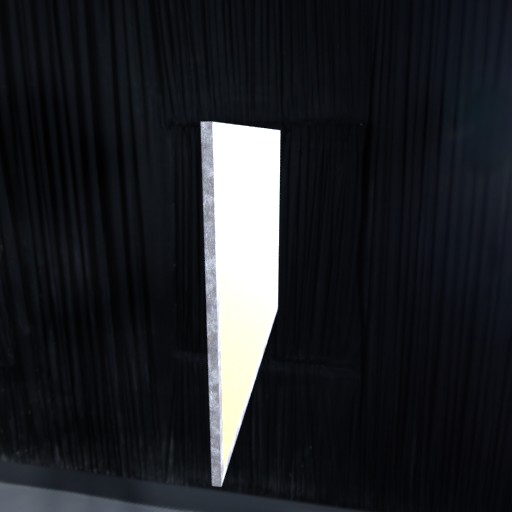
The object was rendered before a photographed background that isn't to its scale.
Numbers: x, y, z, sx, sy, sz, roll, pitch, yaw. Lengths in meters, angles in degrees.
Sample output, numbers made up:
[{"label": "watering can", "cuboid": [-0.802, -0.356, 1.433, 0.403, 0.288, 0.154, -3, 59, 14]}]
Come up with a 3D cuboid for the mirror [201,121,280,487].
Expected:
[{"label": "mirror", "cuboid": [0.000, 0.000, 1.432, 0.022, 0.795, 1.101, 2, 15, 9]}]
